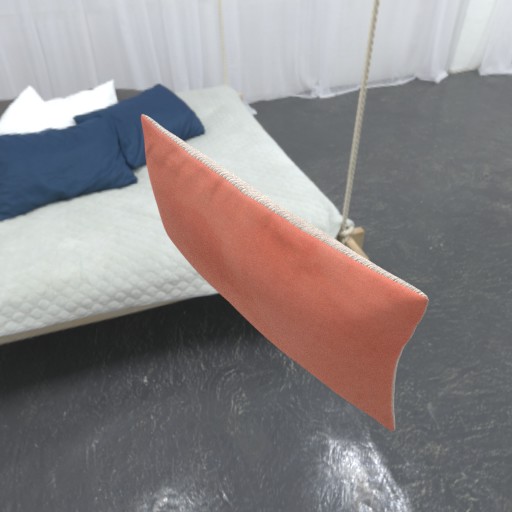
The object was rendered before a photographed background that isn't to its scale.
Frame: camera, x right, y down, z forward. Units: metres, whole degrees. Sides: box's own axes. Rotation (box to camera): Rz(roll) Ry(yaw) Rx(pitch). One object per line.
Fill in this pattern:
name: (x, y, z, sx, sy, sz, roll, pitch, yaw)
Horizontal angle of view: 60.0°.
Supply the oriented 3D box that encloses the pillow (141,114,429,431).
pillow: (0.000, 0.000, 0.731, 0.155, 0.307, 0.608, -27, 47, -29)
